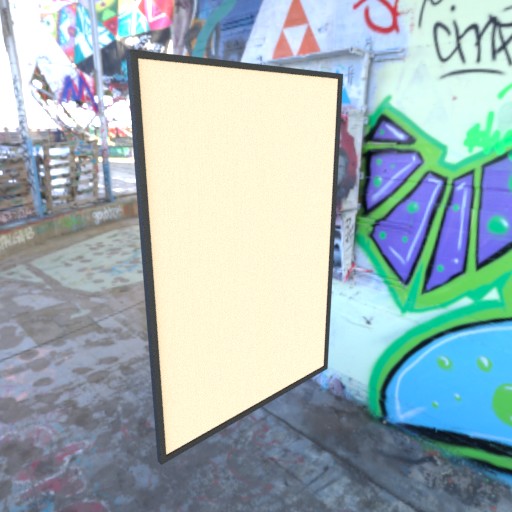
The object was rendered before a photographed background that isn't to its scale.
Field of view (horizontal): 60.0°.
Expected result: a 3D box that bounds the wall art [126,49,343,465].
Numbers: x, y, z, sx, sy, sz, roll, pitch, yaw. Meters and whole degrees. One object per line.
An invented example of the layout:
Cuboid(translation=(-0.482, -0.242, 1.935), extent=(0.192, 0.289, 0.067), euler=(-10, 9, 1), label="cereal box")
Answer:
Cuboid(translation=(0.000, 0.000, 0.827), extent=(0.460, 0.660, 0.013), euler=(-15, 22, -41), label="wall art")
